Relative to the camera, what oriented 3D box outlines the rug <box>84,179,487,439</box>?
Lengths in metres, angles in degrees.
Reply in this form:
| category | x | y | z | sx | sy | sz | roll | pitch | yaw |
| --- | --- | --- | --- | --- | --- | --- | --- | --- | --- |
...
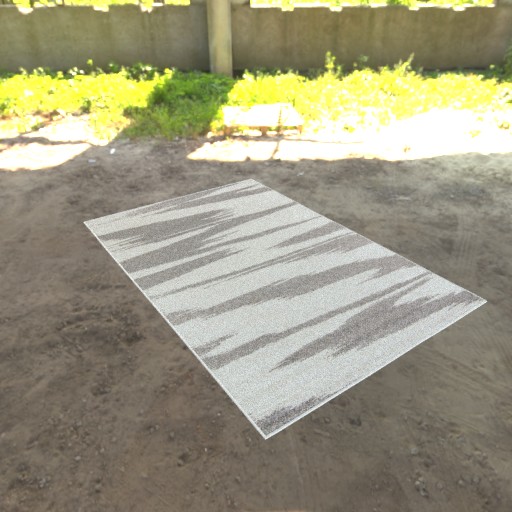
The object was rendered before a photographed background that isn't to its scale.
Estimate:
| category | x | y | z | sx | sy | sz | roll | pitch | yaw |
| --- | --- | --- | --- | --- | --- | --- | --- | --- | --- |
| rug | 0.000 | 0.000 | 2.301 | 1.225 | 0.008 | 1.827 | -20 | 36 | -30 |
